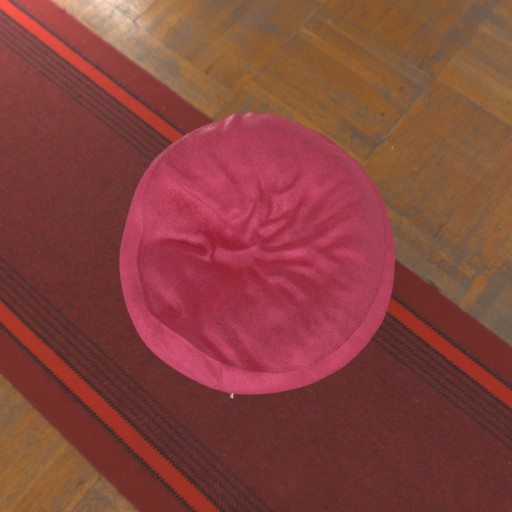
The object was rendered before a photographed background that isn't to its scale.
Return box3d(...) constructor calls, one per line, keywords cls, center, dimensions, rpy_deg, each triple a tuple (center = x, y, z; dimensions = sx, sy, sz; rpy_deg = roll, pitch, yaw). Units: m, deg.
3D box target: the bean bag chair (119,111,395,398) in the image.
box3d(cls="bean bag chair", center=(0.000, 0.000, 1.987), dimensions=(1.218, 0.788, 1.218), rpy_deg=(0, 75, 0))
